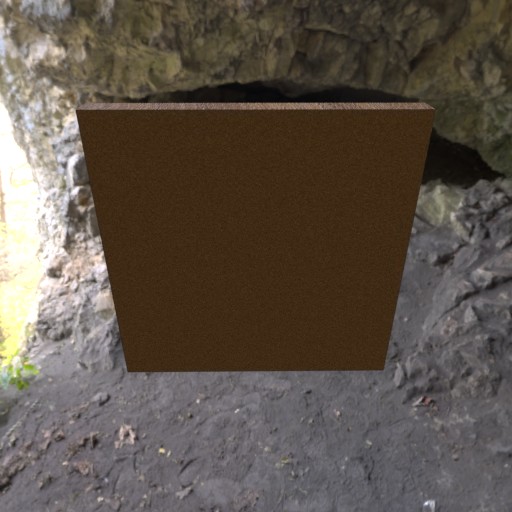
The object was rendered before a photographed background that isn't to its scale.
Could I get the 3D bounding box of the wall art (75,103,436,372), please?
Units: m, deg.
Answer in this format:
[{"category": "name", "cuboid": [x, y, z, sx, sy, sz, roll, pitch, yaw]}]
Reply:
[{"category": "wall art", "cuboid": [0.000, 0.000, 0.615, 0.406, 0.403, 0.039, 0, 31, -1]}]
